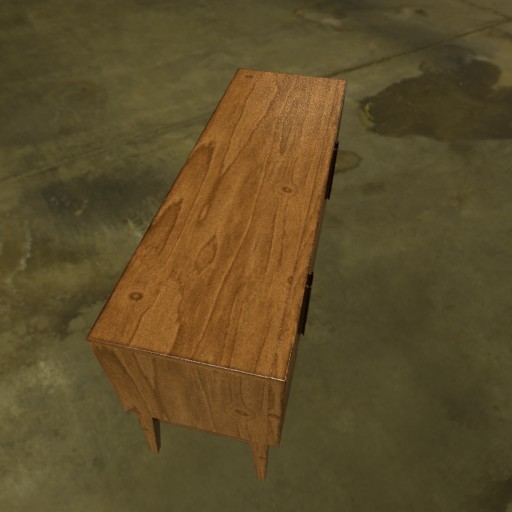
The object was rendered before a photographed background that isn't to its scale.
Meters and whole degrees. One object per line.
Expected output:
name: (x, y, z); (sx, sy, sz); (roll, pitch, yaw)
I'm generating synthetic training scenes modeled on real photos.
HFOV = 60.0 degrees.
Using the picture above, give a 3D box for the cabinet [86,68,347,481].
cabinet: (0.000, 0.000, 1.714); (0.477, 0.802, 1.363); (10, 49, 9)
